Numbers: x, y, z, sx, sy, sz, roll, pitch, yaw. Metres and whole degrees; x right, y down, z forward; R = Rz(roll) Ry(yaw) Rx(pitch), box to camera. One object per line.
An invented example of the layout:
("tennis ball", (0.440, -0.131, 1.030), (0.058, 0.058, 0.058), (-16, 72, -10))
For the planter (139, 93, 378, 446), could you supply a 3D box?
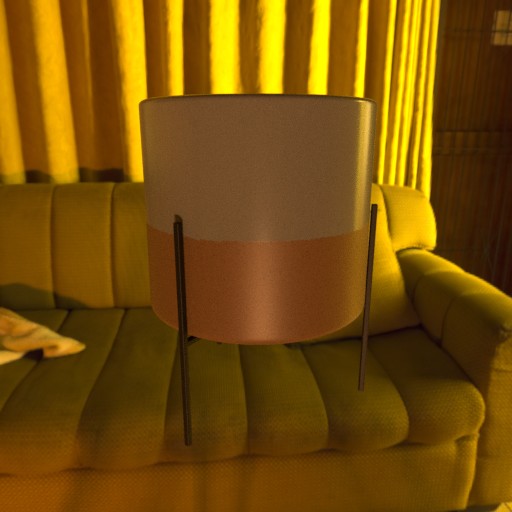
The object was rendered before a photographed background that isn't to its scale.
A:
("planter", (0.000, 0.000, 0.729), (0.348, 0.480, 0.360), (-8, 18, -25))
